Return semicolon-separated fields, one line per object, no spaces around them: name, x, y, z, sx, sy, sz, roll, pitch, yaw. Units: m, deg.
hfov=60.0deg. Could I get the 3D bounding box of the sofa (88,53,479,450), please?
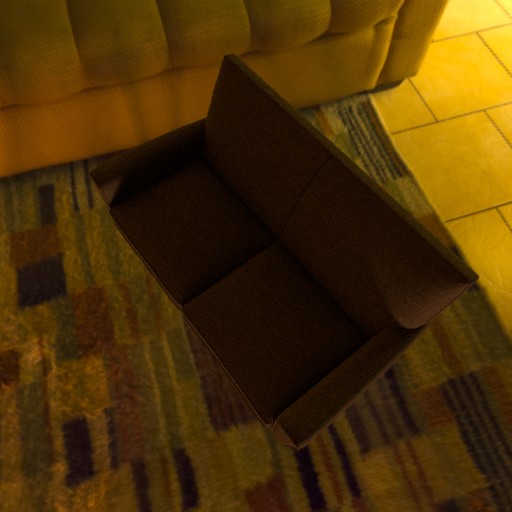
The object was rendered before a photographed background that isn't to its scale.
sofa;0.000;0.000;2.060;0.867;0.905;1.509;-35;69;-16
